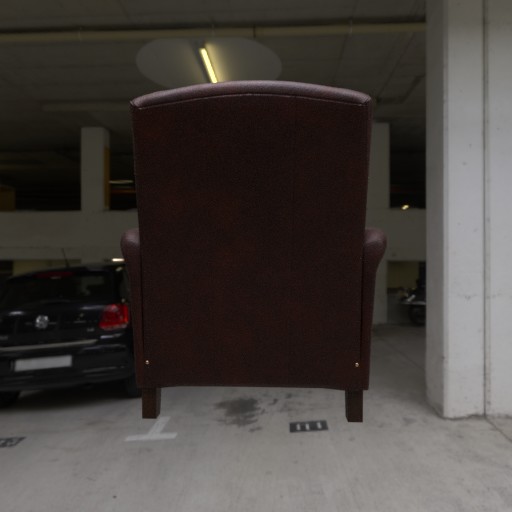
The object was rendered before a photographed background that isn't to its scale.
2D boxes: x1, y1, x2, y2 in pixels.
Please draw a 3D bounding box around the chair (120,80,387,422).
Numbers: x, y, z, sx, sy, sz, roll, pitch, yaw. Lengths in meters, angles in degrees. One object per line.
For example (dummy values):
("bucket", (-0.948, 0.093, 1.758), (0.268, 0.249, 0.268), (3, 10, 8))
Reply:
("chair", (0.000, 0.000, 1.756), (0.978, 1.061, 0.902), (0, 0, 3))
